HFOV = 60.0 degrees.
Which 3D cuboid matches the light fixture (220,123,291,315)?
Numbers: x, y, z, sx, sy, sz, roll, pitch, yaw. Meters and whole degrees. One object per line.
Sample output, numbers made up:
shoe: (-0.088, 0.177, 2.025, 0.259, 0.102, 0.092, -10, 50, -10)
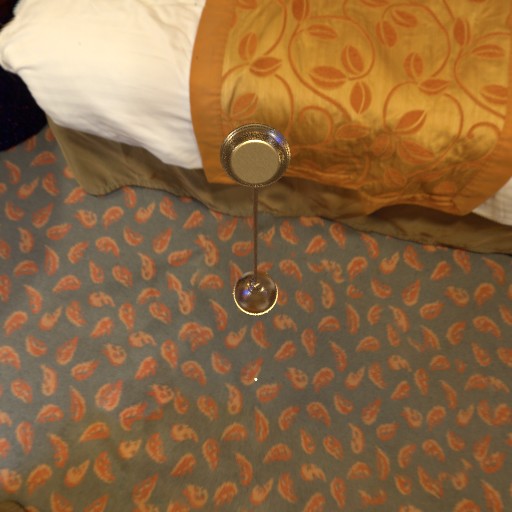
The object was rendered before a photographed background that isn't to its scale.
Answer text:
light fixture: (0.000, 0.000, 1.467, 0.211, 1.367, 0.217, -34, 77, -9)
